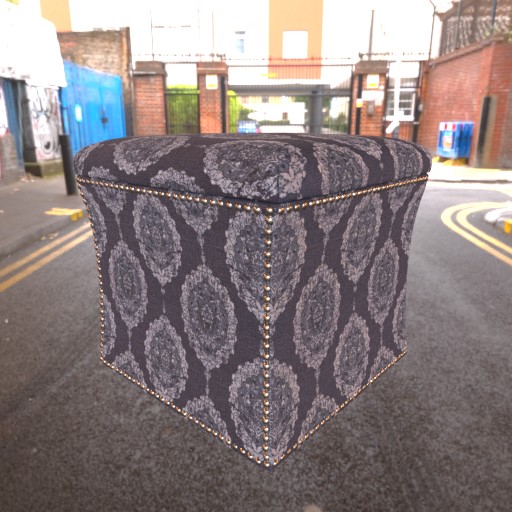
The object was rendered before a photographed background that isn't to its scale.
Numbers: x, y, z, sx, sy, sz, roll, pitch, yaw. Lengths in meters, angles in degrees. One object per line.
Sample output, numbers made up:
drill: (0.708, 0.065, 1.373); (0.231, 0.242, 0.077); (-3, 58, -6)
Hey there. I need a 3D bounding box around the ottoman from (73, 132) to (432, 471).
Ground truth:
ottoman: (0.000, 0.000, 0.885); (0.507, 0.475, 0.497); (14, 22, 40)
